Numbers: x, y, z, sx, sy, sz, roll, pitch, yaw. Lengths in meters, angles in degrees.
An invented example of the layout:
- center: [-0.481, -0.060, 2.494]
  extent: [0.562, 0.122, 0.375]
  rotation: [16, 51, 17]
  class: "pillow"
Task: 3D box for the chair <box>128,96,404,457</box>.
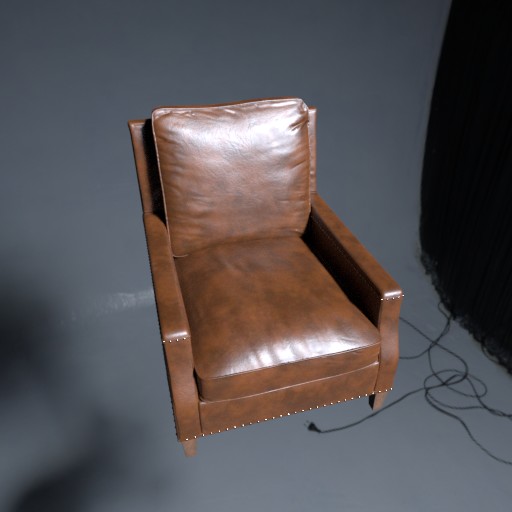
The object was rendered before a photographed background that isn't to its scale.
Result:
- center: [0.000, 0.000, 1.818]
  extent: [0.854, 1.054, 1.035]
  rotation: [-9, 34, -13]
  class: "chair"
